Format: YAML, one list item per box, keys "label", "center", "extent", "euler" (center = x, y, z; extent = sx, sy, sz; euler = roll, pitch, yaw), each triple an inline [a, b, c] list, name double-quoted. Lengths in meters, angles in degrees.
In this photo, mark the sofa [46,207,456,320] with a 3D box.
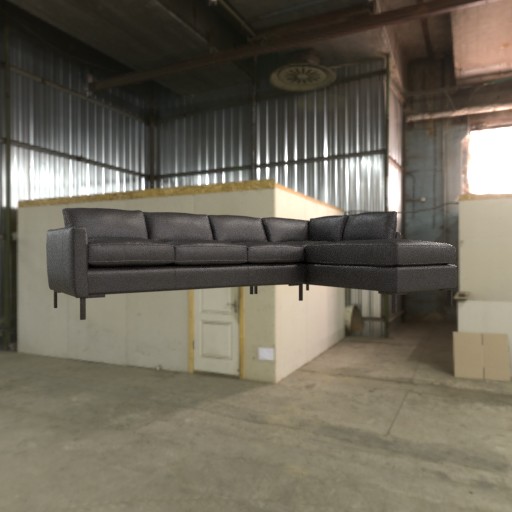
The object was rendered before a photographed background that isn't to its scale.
- label: "sofa"
  center: [0.000, 0.000, 3.801]
  extent: [2.984, 0.877, 1.938]
  euler: [0, 1, -36]
